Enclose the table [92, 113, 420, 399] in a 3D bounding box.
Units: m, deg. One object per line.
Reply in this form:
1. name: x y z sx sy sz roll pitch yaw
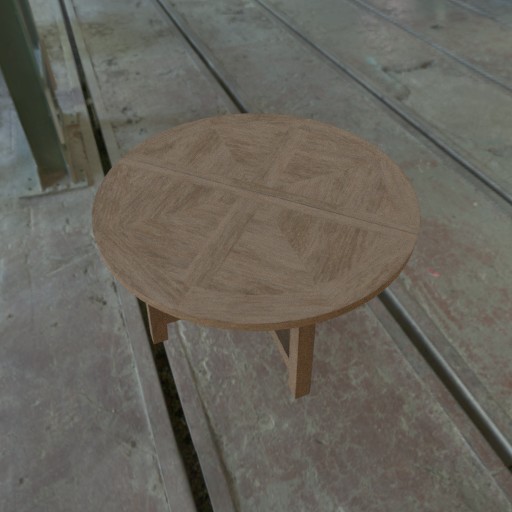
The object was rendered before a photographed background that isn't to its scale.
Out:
1. table: 0.000 0.000 2.109 1.319 0.762 1.319 0 46 0
